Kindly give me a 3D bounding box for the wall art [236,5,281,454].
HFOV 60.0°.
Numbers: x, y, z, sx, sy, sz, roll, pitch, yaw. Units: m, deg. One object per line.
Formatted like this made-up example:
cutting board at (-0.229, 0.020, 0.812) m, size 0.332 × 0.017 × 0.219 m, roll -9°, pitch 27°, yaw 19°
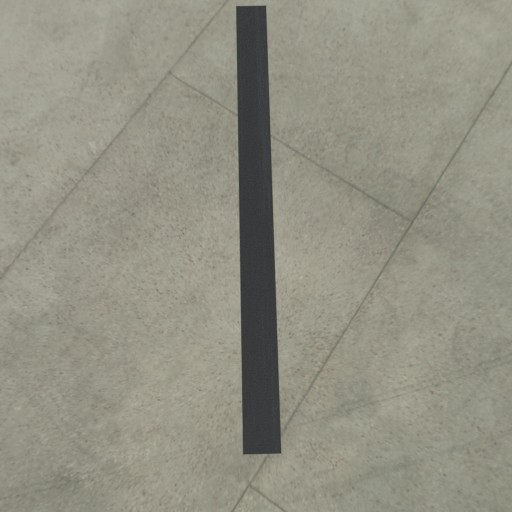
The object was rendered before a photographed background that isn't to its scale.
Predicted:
wall art at (0.000, 0.000, 0.730) m, size 0.037 × 0.507 × 0.509 m, roll -1°, pitch 77°, yaw 0°
